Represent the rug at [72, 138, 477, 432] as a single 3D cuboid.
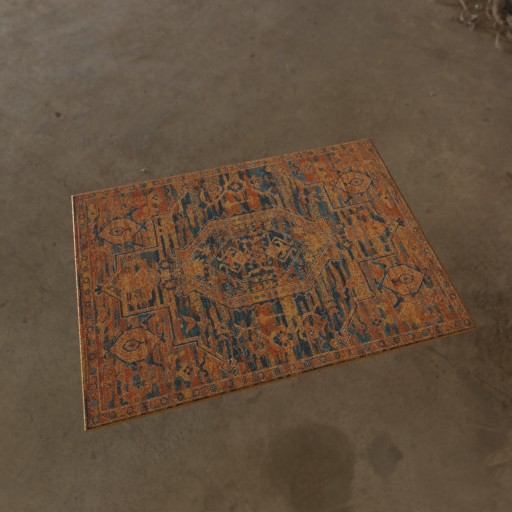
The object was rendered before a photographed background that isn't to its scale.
[{"bbox_3d":[0.000,0.000,2.789,2.204,0.024,1.588,-13,59,-8],"label":"rug"}]
